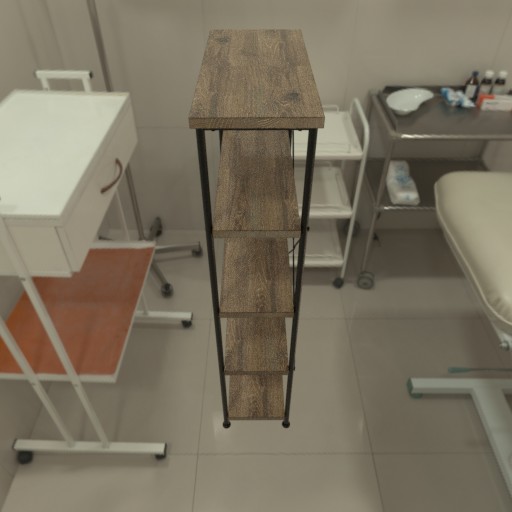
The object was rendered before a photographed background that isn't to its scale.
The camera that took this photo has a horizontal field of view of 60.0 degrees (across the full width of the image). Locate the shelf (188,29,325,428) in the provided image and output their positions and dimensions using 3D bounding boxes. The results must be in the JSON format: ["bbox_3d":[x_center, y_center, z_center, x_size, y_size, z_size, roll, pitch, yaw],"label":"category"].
[{"bbox_3d":[0.000,0.000,2.031,0.360,1.700,0.800,0,42,0],"label":"shelf"}]
